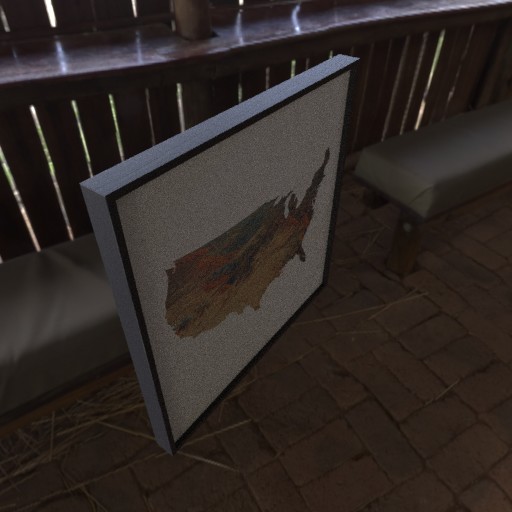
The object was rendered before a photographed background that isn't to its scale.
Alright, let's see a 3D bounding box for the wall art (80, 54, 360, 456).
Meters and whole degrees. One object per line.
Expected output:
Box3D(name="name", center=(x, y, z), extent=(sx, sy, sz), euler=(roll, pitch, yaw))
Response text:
Box3D(name="wall art", center=(0.000, 0.000, 0.730), extent=(0.038, 0.507, 0.507), euler=(26, 47, 27))
